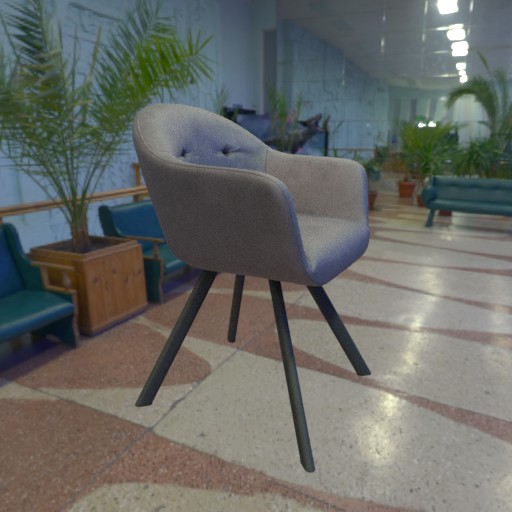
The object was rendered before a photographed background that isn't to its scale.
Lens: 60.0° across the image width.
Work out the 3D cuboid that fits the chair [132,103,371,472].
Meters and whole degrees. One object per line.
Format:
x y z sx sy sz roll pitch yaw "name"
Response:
0.000 0.000 1.175 0.544 0.781 0.567 8 17 28 "chair"
